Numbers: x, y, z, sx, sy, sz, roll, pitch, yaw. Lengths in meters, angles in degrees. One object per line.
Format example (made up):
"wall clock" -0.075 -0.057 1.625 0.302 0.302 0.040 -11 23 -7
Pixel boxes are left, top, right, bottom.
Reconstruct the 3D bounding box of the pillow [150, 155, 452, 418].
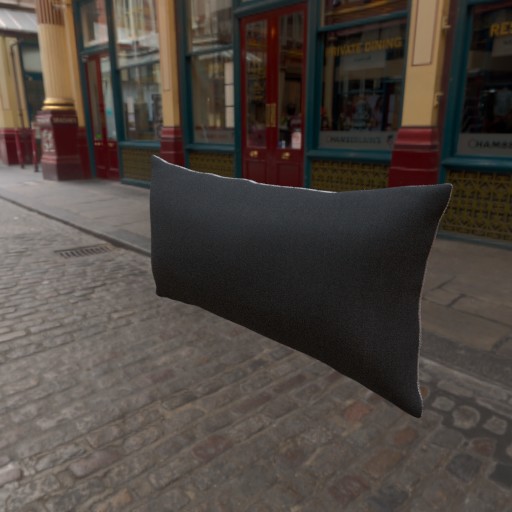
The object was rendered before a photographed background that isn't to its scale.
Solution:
"pillow" 0.000 0.000 0.730 0.151 0.305 0.609 -15 21 -43
